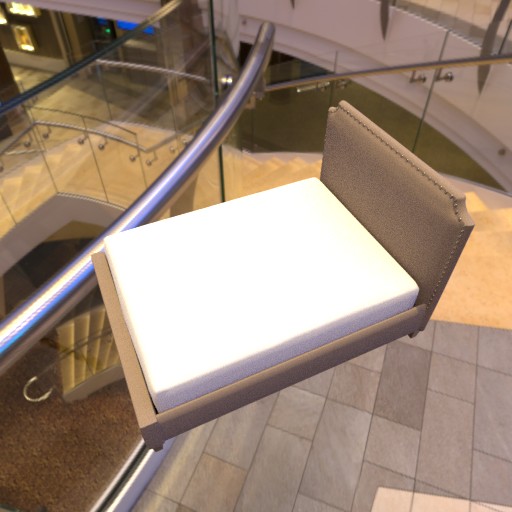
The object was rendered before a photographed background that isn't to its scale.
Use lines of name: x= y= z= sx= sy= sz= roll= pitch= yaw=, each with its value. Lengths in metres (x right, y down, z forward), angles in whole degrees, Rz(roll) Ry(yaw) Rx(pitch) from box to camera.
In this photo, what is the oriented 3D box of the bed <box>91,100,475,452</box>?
bed: x=0.000 y=0.000 z=3.444 sx=2.372 sy=1.443 sz=1.713 roll=-18 pitch=49 yaw=-17
